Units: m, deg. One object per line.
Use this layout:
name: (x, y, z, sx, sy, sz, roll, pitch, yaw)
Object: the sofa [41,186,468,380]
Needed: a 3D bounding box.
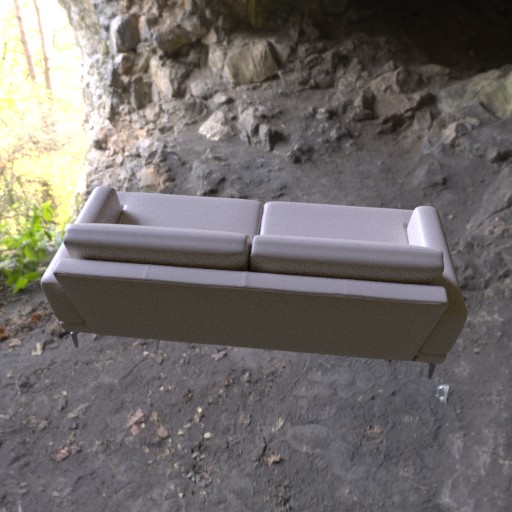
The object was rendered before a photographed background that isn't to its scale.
sofa: (0.000, 0.000, 2.344, 1.940, 0.765, 0.974, 4, 46, 4)
